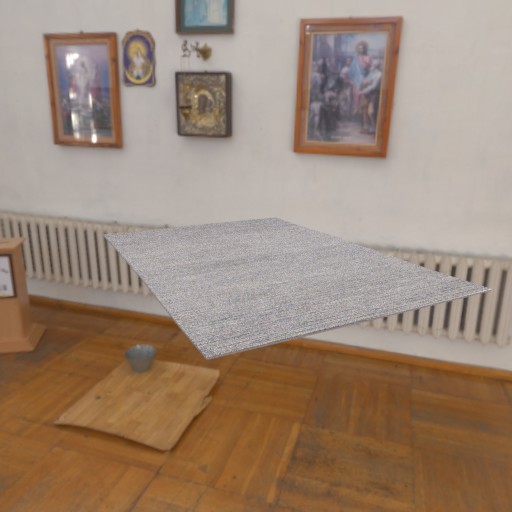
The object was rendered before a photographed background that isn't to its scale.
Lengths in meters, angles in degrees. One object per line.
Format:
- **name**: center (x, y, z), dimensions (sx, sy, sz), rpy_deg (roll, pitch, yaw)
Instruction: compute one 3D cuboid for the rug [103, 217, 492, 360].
- **rug**: center (0.000, 0.000, 2.952), dimensions (1.604, 0.030, 2.307), rpy_deg (-8, 17, -26)
